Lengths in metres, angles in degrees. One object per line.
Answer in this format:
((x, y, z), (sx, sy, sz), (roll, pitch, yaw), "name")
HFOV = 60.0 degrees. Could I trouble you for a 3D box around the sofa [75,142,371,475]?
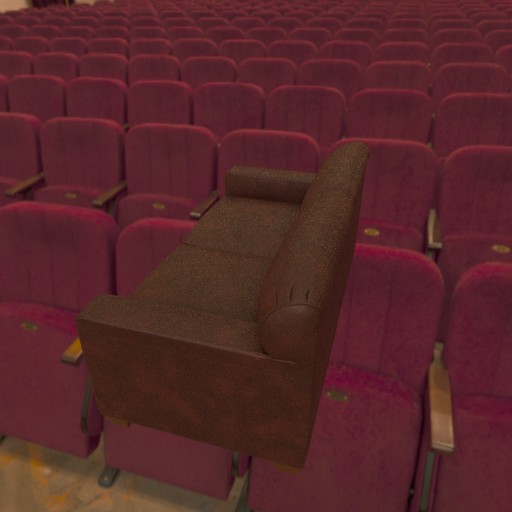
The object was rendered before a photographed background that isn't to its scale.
((0.000, 0.000, 2.426), (1.000, 0.966, 1.856), (9, 32, 15), "sofa")
